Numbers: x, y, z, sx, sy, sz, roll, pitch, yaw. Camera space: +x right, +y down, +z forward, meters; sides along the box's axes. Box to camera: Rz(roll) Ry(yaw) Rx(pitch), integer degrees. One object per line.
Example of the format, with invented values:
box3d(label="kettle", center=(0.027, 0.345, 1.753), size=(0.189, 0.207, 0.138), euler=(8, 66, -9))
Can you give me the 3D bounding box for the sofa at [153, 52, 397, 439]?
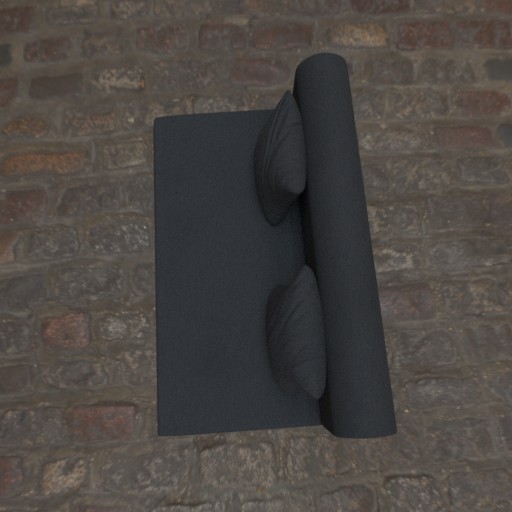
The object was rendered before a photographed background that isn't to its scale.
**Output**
box3d(label="sofa", center=(0.000, 0.000, 1.661), size=(0.762, 0.670, 1.225), euler=(-4, 76, -1))
